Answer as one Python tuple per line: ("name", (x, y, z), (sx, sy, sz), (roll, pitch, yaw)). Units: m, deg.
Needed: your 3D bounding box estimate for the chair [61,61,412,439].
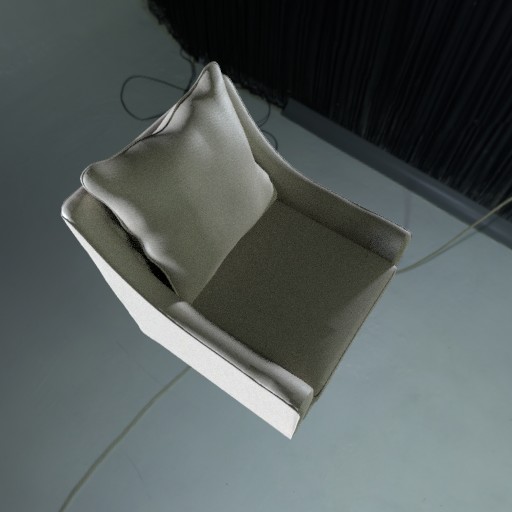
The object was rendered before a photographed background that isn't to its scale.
("chair", (0.000, 0.000, 1.576), (0.876, 0.942, 0.760), (31, 65, 17))
